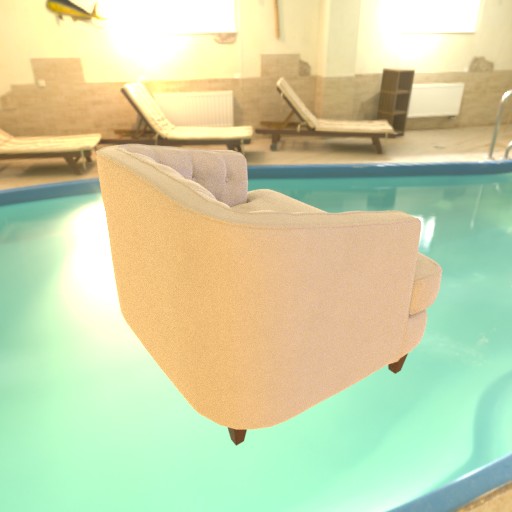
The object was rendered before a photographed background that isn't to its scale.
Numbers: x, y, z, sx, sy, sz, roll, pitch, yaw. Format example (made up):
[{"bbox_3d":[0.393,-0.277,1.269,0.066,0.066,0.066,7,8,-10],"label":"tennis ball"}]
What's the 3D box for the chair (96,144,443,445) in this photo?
[{"bbox_3d":[0.000,0.000,1.747,0.941,0.852,1.104,-18,32,-31],"label":"chair"}]
